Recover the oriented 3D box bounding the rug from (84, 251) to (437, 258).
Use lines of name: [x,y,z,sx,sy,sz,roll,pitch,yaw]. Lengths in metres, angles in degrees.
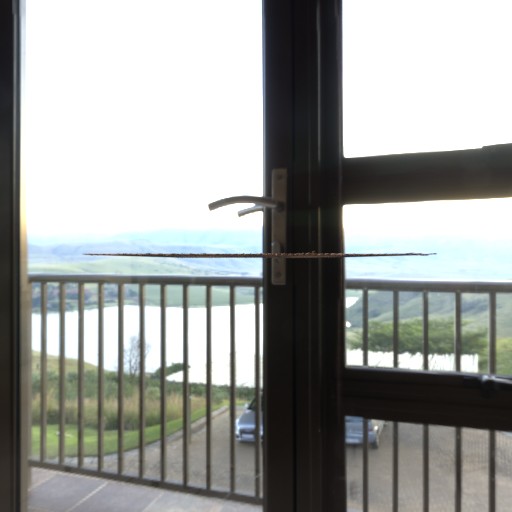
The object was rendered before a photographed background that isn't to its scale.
rug: [0.000,0.000,1.893,0.920,0.013,1.541,0,-1,0]
